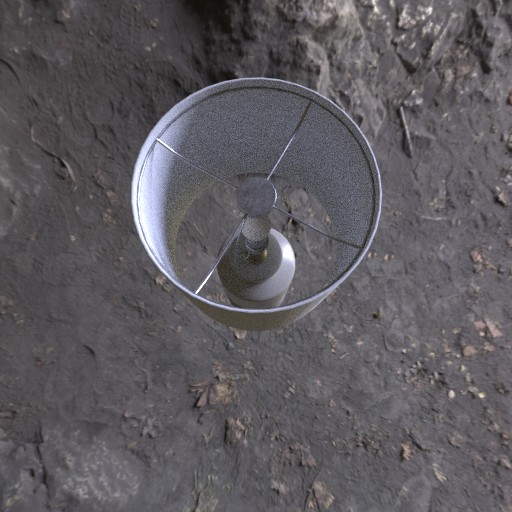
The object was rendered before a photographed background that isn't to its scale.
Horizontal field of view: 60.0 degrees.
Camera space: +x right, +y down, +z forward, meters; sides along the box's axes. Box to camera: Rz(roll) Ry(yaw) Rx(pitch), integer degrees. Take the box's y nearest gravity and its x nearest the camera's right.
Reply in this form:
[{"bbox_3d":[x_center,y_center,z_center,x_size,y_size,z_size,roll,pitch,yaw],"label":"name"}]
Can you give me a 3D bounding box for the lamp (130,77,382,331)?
[{"bbox_3d":[0.000,0.000,0.613,0.212,0.493,0.212,29,78,7],"label":"lamp"}]
